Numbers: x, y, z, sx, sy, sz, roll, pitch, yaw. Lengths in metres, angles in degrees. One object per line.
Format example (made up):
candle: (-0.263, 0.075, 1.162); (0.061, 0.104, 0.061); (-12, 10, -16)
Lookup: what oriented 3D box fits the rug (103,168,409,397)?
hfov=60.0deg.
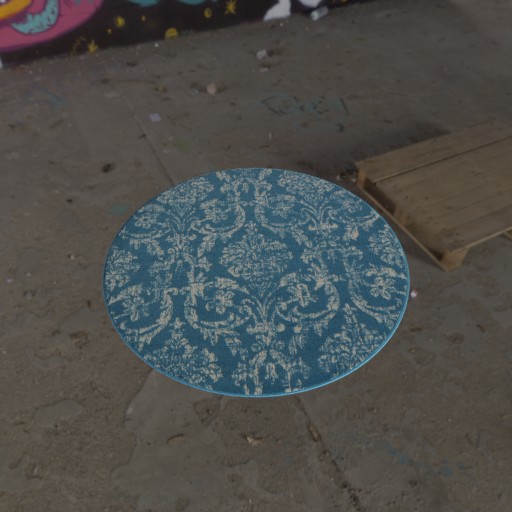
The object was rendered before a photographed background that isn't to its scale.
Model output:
rug: (0.000, 0.000, 2.365); (1.593, 0.012, 1.593); (0, 46, 0)
